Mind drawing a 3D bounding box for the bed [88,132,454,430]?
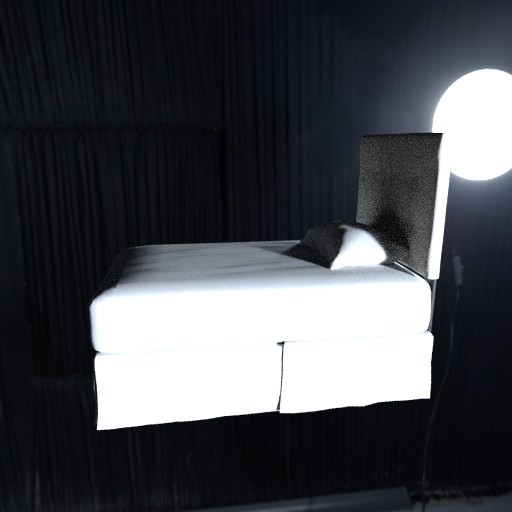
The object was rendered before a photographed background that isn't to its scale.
[{"bbox_3d":[0.000,0.000,2.937,1.997,1.571,1.261,-2,15,-8],"label":"bed"}]
